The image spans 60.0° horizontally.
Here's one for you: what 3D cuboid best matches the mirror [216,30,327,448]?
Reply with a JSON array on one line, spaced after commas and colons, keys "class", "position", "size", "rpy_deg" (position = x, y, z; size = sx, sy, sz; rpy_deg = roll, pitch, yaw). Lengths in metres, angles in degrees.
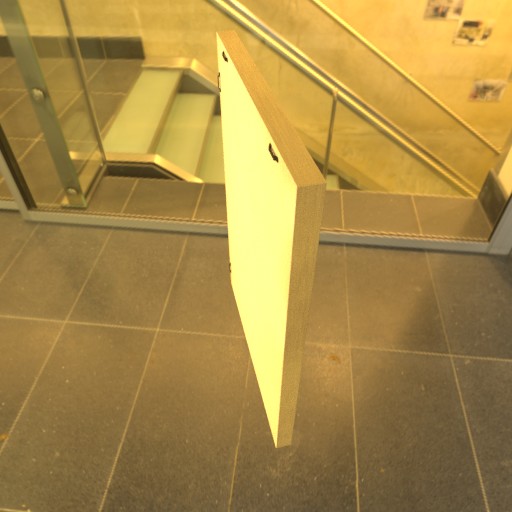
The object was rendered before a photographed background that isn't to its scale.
[{"class": "mirror", "position": [0.000, 0.000, 0.913], "size": [0.040, 0.710, 0.507], "rpy_deg": [-10, 46, -10]}]
